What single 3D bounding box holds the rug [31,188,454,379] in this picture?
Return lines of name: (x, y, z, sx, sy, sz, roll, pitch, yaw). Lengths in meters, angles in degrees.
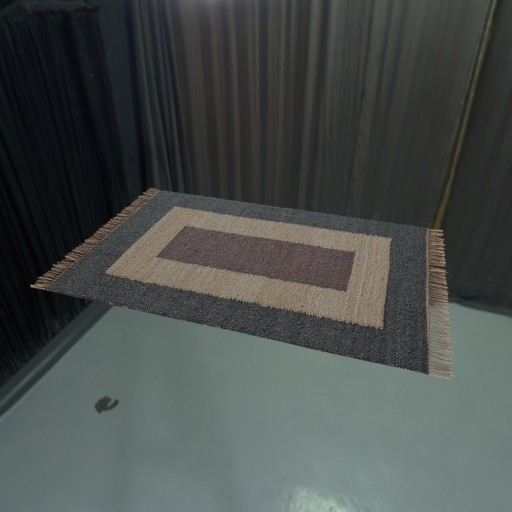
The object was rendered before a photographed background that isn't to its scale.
rug: (0.000, 0.000, 2.463, 2.021, 0.027, 1.224, 10, 35, 15)
